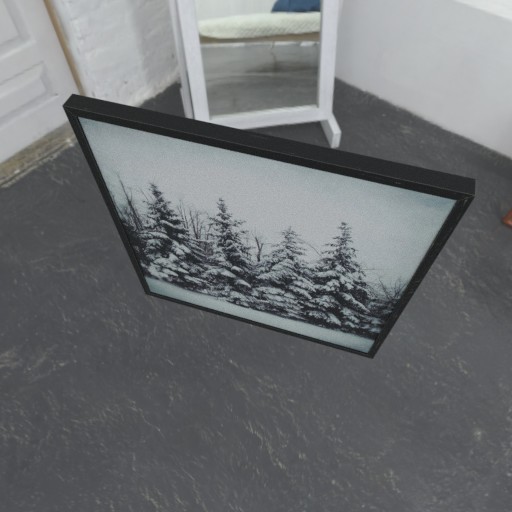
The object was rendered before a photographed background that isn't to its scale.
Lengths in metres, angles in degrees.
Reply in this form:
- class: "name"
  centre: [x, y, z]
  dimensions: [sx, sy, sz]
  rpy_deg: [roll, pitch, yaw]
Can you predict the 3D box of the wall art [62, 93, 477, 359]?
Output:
- class: "wall art"
  centre: [0.000, 0.000, 1.111]
  dimensions: [0.761, 0.761, 0.037]
  rpy_deg: [15, 58, 9]
